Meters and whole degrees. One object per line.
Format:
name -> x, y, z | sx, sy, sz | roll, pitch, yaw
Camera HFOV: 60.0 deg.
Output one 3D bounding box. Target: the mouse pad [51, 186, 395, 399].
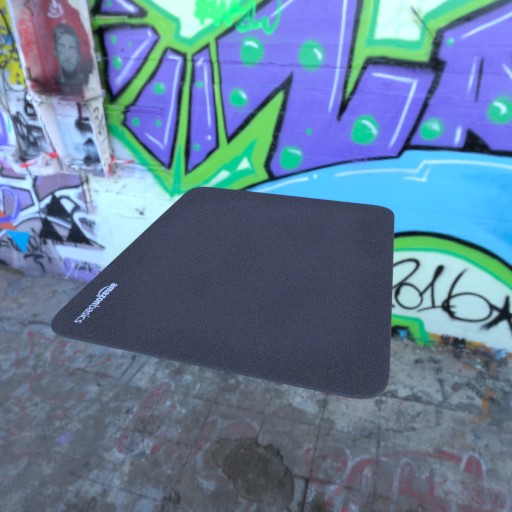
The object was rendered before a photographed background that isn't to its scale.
mouse pad -> 0.000, 0.000, 0.353 | 0.211, 0.002, 0.249 | 8, 32, 13
